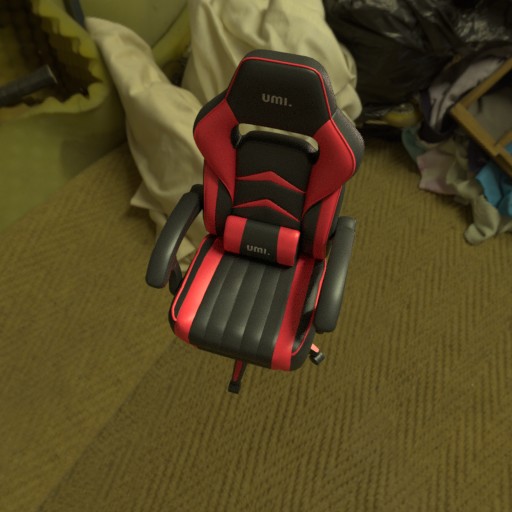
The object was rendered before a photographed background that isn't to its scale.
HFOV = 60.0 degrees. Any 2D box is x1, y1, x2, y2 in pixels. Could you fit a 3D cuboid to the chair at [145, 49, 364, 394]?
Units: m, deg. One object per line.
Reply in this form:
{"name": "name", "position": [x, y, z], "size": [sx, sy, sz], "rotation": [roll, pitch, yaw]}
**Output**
{"name": "chair", "position": [0.000, 0.000, 1.626], "size": [0.700, 1.220, 0.700], "rotation": [14, 58, 9]}
